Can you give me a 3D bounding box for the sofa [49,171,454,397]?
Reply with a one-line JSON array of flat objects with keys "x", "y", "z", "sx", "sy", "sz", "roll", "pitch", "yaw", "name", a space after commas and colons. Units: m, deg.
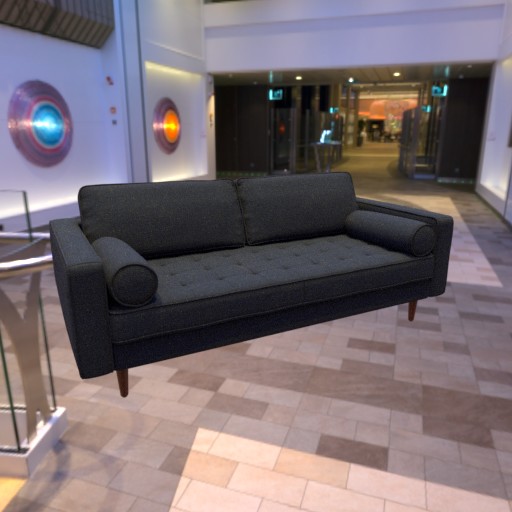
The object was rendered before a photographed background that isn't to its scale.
[{"x": 0.000, "y": 0.000, "z": 2.293, "sx": 1.880, "sy": 0.762, "sz": 0.914, "roll": -8, "pitch": 18, "yaw": -26, "name": "sofa"}]
